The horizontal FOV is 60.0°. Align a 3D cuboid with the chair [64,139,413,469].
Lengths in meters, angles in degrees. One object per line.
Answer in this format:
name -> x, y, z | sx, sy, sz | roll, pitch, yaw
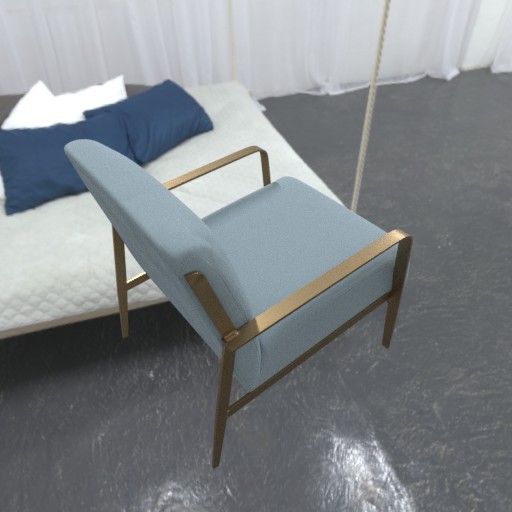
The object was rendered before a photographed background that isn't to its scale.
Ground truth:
chair -> 0.000, 0.000, 1.431 | 0.842, 0.824, 0.701 | -26, 47, -28
